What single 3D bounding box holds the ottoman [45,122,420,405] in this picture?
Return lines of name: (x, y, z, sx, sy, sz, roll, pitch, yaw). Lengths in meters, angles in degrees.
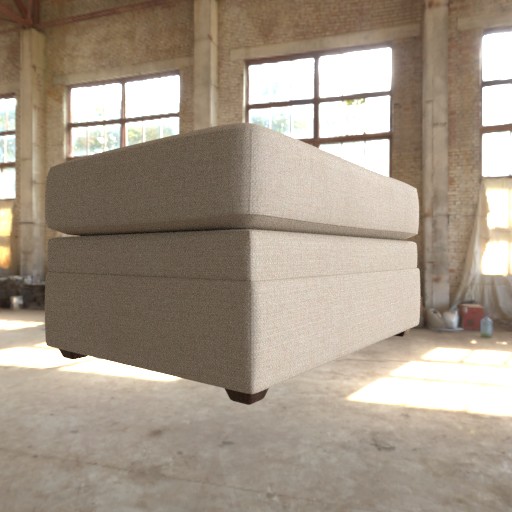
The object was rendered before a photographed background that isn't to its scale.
ottoman: (0.000, 0.000, 1.188, 0.637, 0.478, 0.885, 0, 0, 37)
